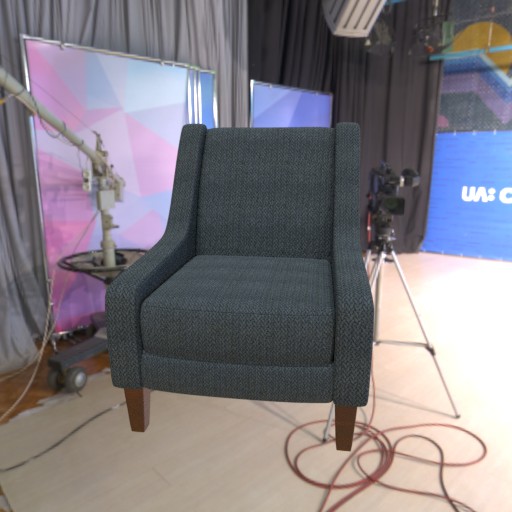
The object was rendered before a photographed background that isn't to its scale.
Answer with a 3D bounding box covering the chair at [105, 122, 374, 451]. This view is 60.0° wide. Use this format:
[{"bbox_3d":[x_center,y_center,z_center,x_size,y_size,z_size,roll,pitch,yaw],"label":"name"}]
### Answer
[{"bbox_3d":[0.000,0.000,1.684,0.793,1.012,0.944,2,14,8],"label":"chair"}]
